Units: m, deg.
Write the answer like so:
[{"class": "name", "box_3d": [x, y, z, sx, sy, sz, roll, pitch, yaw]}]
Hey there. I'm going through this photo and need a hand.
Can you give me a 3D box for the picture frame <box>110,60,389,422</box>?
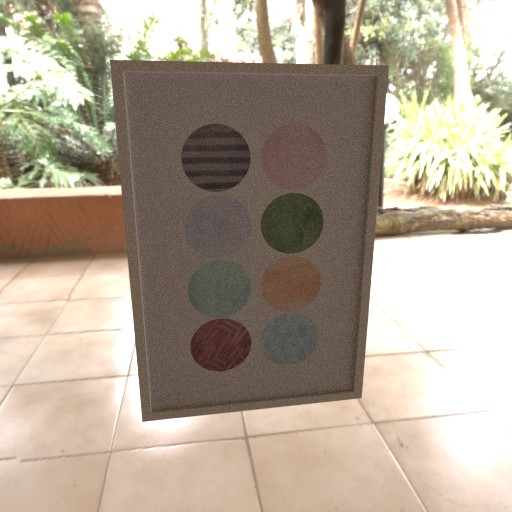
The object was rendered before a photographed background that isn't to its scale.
[{"class": "picture frame", "box_3d": [0.000, 0.000, 0.819, 0.457, 0.657, 0.013, -3, 17, -9]}]
